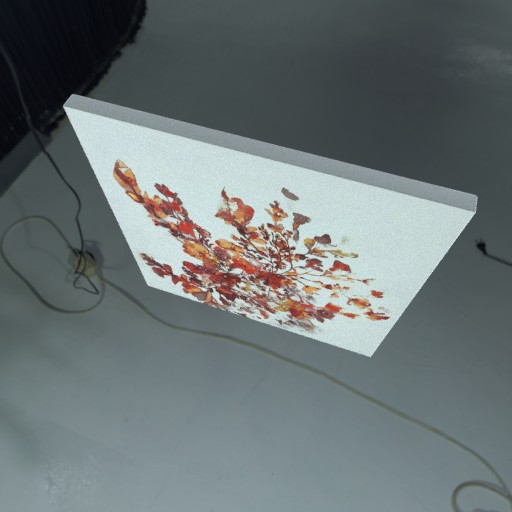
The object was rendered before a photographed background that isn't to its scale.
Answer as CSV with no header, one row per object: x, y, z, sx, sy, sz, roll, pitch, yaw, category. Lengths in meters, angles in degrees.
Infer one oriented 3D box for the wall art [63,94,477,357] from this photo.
0.000,0.000,1.475,1.009,1.009,0.049,17,61,9,wall art
